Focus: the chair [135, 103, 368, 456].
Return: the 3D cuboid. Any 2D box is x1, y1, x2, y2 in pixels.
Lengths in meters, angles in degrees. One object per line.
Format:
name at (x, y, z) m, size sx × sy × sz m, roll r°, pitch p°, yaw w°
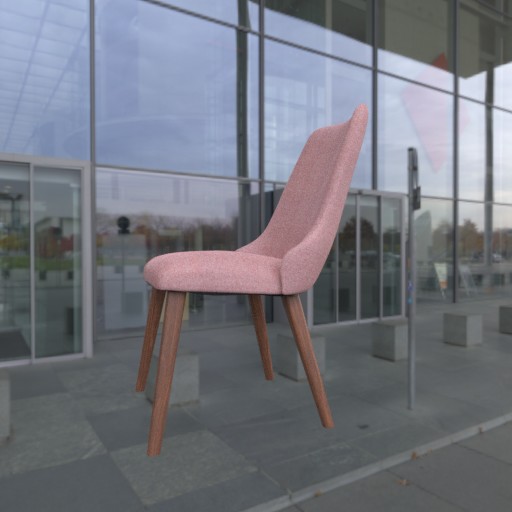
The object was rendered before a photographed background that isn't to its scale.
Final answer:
chair at (0.000, 0.000, 1.375) m, size 0.707 × 0.918 × 0.535 m, roll 0°, pitch 1°, yaw -17°
